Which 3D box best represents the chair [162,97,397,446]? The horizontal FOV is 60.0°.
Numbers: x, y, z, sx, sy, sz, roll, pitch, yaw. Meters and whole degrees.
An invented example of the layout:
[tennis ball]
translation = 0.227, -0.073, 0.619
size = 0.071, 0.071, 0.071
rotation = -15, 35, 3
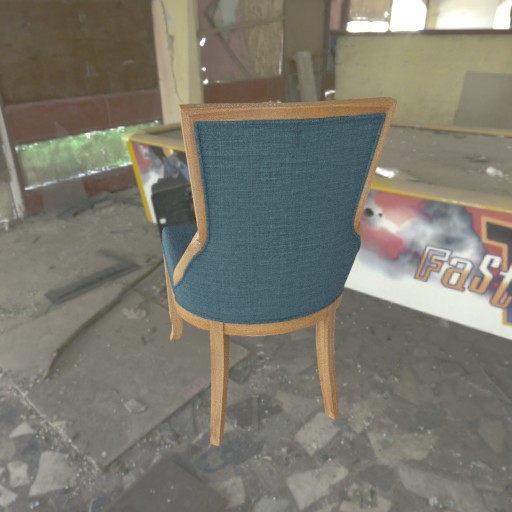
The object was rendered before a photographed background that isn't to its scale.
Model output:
[chair]
translation = 0.000, 0.000, 1.332
size = 0.524, 0.947, 0.641
rotation = -7, 27, -14
